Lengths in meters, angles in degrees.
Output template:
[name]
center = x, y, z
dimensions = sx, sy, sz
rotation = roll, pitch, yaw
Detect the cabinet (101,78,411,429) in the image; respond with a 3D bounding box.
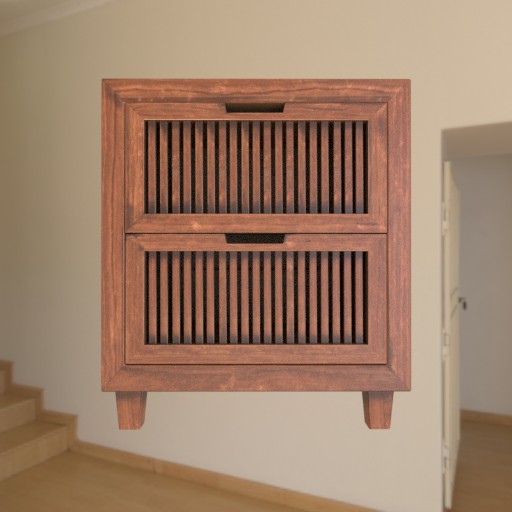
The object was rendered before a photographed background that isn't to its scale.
[cabinet]
center = 0.000, 0.000, 1.071
dimensions = 0.607, 0.695, 0.410
rotation = 0, 0, 0
